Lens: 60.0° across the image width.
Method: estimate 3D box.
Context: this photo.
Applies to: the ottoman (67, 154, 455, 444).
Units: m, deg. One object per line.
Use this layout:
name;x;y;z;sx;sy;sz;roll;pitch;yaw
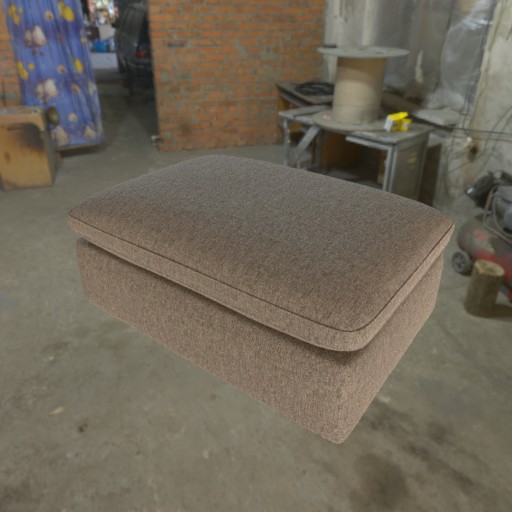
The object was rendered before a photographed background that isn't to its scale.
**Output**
ottoman;0.000;0.000;1.364;0.977;0.451;0.694;20;35;32
